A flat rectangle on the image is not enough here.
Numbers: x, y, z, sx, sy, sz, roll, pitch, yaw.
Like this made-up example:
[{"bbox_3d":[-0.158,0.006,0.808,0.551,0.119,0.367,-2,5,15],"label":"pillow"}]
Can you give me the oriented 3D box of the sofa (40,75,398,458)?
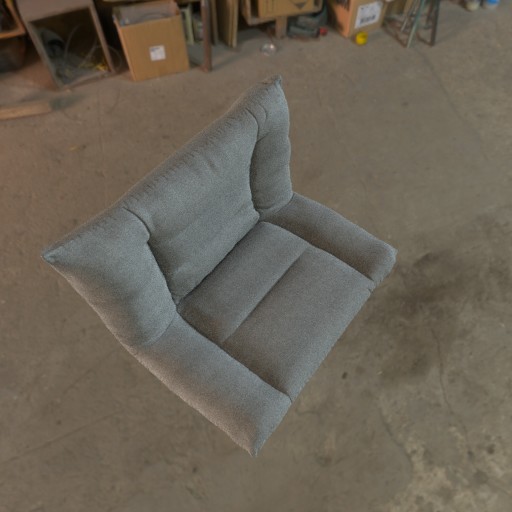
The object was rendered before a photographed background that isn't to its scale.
[{"bbox_3d":[0.000,0.000,1.726,0.847,0.795,1.144,33,64,19],"label":"sofa"}]
